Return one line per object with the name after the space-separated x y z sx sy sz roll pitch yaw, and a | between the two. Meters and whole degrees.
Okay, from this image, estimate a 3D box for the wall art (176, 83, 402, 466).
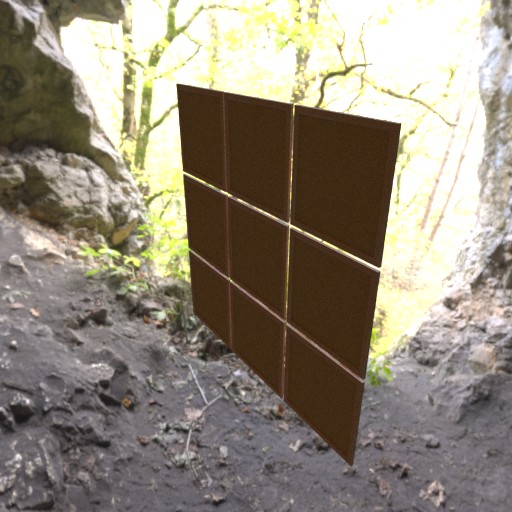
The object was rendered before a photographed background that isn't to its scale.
0.000 0.000 2.238 0.013 1.519 1.521 -17 31 -31 | wall art
